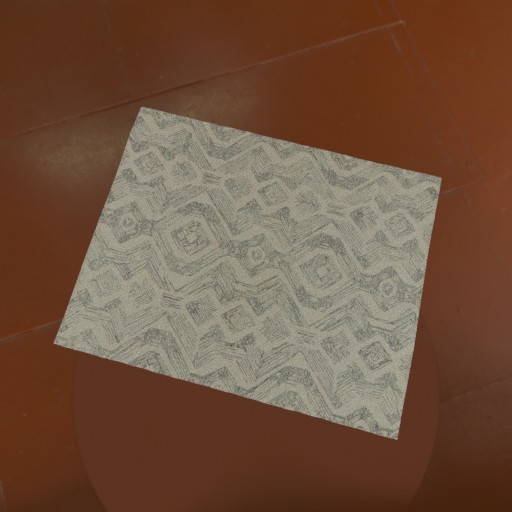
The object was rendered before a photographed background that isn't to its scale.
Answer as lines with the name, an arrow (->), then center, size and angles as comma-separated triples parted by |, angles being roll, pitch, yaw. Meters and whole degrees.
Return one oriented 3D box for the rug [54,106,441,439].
rug -> 0.000, 0.000, 4.049 | 3.054, 0.030, 2.430 | 14, 75, 4
